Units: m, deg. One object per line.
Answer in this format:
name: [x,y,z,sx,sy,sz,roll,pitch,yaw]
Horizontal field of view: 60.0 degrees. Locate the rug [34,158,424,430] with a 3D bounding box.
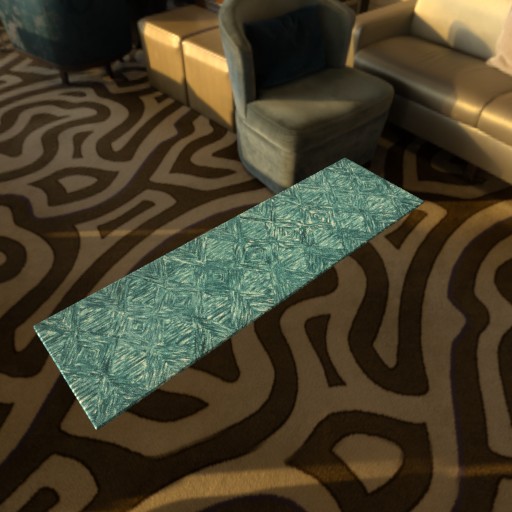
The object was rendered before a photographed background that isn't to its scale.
rug: [0.000,0.000,2.509,2.286,0.016,0.676,-31,53,-27]
